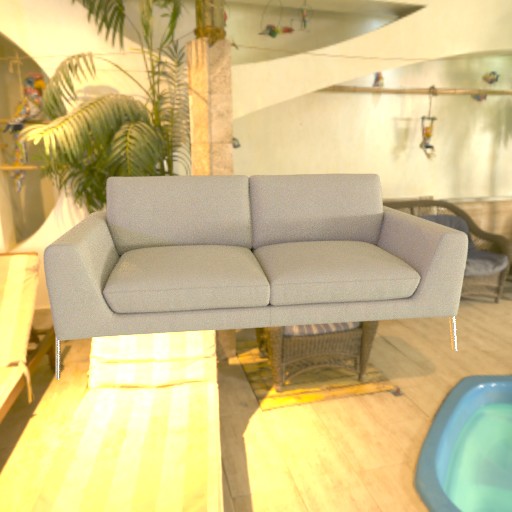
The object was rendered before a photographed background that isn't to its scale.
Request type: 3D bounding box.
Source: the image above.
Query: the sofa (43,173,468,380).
[{"bbox_3d":[0.000,0.000,2.527,2.017,0.875,0.953,-2,15,-8],"label":"sofa"}]
